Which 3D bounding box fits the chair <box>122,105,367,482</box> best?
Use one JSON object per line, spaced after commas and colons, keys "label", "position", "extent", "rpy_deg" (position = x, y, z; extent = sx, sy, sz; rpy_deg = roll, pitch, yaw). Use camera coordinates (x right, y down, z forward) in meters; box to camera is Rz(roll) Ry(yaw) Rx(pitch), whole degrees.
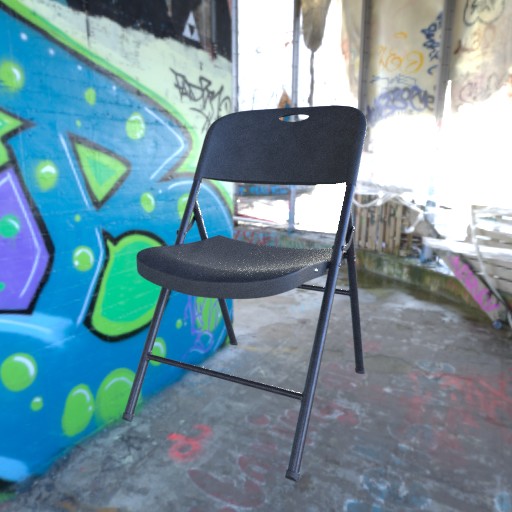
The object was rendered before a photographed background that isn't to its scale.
{"label": "chair", "position": [0.000, 0.000, 1.187], "extent": [0.494, 0.810, 0.567], "rpy_deg": [7, 14, 27]}
